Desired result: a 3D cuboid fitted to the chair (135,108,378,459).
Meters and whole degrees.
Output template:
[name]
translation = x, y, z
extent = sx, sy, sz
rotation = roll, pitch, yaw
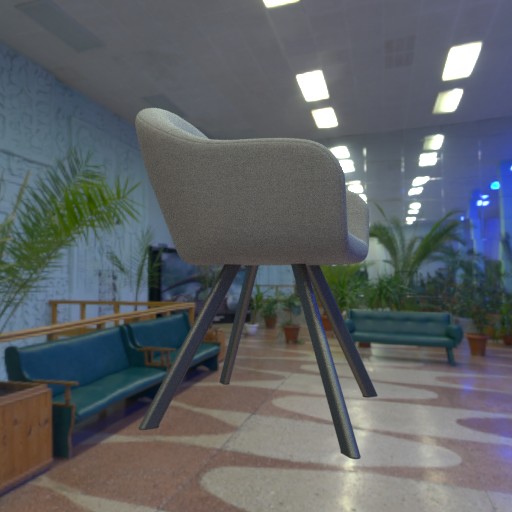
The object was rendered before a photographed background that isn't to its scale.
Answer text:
[chair]
translation = 0.000, 0.000, 1.148
extent = 0.570, 0.780, 0.540
rotation = -1, -2, 19
